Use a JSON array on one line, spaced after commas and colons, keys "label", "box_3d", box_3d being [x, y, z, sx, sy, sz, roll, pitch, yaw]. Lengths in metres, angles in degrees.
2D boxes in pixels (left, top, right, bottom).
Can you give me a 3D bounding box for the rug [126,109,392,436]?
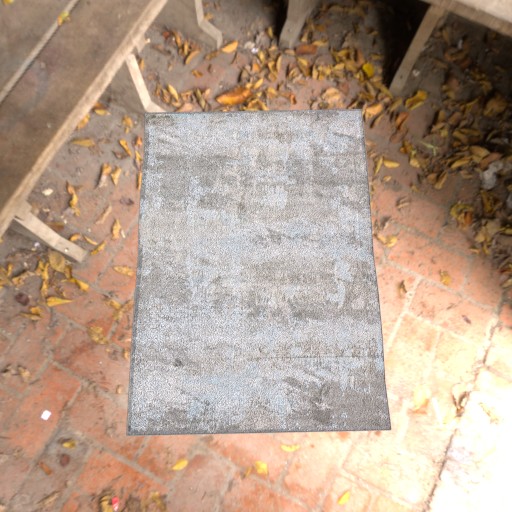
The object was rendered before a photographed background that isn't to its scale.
[{"label": "rug", "box_3d": [0.000, 0.000, 4.424, 2.393, 0.013, 3.307, -1, 74, 0]}]
